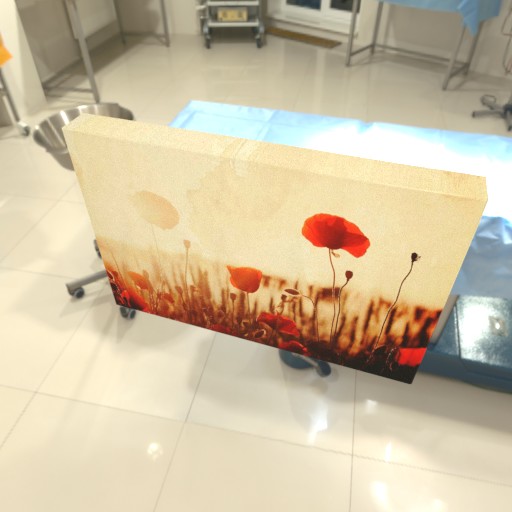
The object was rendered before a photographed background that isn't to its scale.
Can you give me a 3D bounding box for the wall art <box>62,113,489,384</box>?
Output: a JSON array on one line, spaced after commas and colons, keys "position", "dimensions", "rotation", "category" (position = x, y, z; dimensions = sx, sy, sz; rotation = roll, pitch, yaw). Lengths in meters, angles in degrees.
[{"position": [0.000, 0.000, 0.475], "dimensions": [0.383, 0.251, 0.037], "rotation": [13, 43, 14], "category": "wall art"}]
